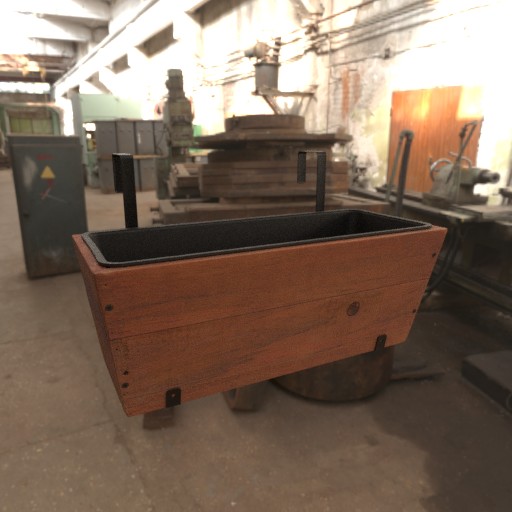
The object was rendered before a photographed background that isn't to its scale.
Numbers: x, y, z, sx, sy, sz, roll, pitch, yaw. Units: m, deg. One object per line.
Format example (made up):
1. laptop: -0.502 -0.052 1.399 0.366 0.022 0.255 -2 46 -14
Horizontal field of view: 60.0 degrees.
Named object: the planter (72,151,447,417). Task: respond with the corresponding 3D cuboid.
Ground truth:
1. planter: 0.000 0.000 0.646 0.480 0.289 0.262 -8 17 -26
